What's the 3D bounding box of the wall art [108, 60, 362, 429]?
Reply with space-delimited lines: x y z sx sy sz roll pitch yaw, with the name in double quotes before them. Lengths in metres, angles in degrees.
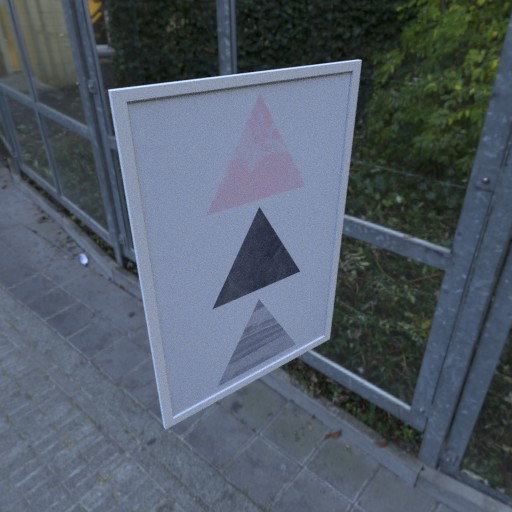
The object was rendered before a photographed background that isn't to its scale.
"wall art" 0.000 0.000 1.214 0.659 0.940 0.013 -21 37 -30
